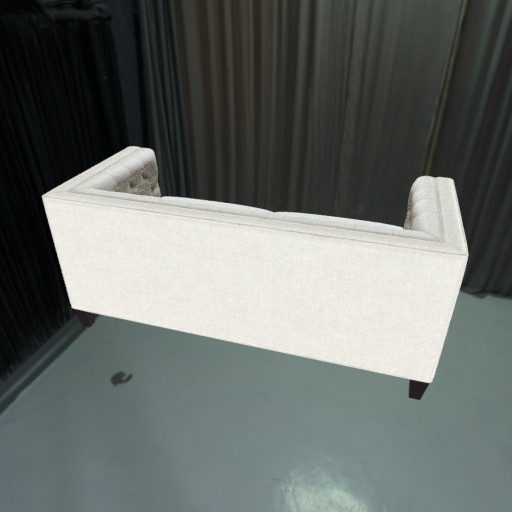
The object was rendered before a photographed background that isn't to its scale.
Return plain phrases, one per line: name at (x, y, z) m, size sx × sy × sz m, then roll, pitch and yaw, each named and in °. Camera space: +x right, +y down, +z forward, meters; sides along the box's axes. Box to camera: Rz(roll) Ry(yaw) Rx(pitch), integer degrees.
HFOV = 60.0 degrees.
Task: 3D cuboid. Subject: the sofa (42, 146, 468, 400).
sofa at (0.000, 0.000, 2.258) m, size 1.778 × 0.762 × 0.775 m, roll 9°, pitch 32°, yaw 14°
